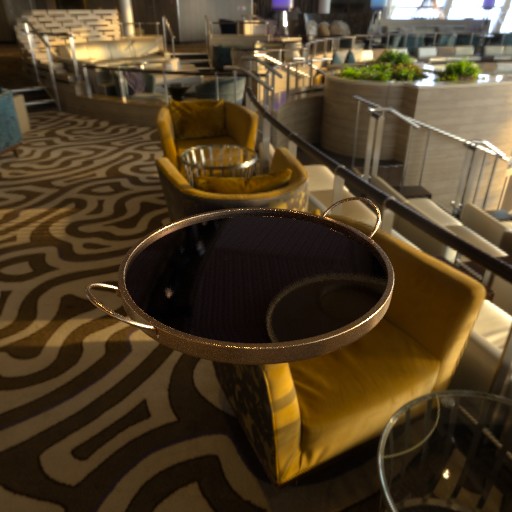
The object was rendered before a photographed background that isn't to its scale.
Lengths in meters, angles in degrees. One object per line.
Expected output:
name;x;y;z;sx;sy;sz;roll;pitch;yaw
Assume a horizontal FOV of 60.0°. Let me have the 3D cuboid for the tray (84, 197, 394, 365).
tray;0.000;0.000;0.725;0.543;0.069;0.438;-21;35;-32
